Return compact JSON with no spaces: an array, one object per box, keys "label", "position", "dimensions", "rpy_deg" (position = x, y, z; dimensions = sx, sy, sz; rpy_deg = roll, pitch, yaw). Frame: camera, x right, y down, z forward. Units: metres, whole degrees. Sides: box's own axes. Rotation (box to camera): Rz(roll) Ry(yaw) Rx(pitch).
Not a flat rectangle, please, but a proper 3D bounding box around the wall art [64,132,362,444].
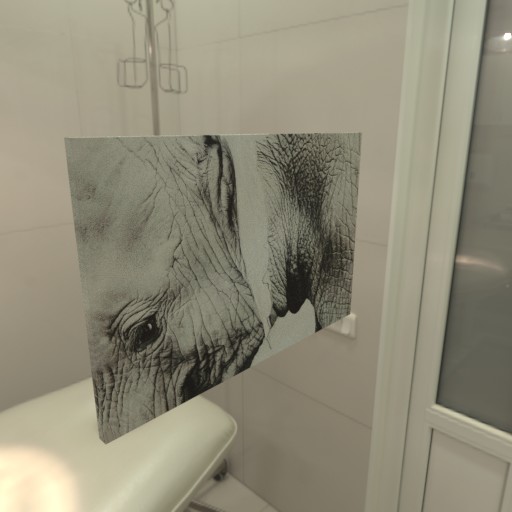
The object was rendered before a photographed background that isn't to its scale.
[{"label":"wall art","position":[0.000,0.000,1.431],"dimensions":[0.035,0.758,1.141],"rpy_deg":[15,22,42]}]
